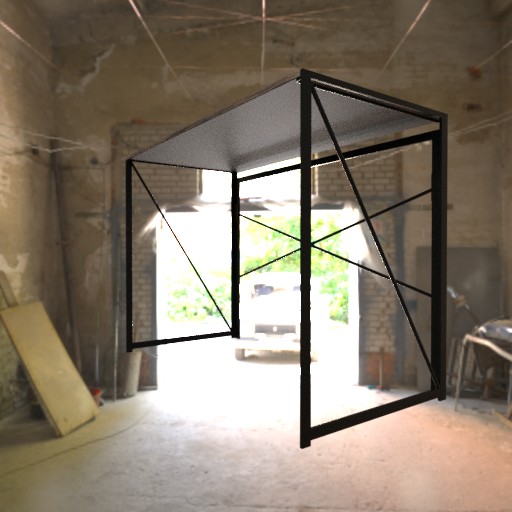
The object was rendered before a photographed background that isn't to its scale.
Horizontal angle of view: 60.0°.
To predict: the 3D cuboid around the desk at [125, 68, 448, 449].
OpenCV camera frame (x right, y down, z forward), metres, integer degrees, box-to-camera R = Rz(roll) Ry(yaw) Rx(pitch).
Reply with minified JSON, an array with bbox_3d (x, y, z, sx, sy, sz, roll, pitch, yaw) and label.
[{"bbox_3d":[0.000,0.000,1.427,0.505,0.747,1.015,-1,1,-35],"label":"desk"}]
